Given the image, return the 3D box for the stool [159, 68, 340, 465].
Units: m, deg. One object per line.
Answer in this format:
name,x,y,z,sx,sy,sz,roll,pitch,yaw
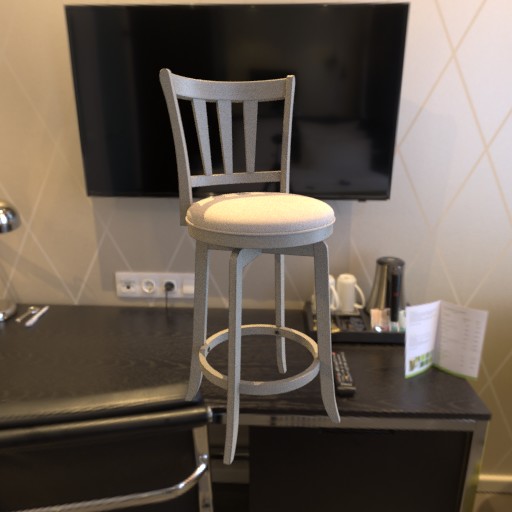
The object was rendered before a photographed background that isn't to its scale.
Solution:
stool,0.000,0.000,1.323,0.436,1.042,0.475,-9,19,-26
